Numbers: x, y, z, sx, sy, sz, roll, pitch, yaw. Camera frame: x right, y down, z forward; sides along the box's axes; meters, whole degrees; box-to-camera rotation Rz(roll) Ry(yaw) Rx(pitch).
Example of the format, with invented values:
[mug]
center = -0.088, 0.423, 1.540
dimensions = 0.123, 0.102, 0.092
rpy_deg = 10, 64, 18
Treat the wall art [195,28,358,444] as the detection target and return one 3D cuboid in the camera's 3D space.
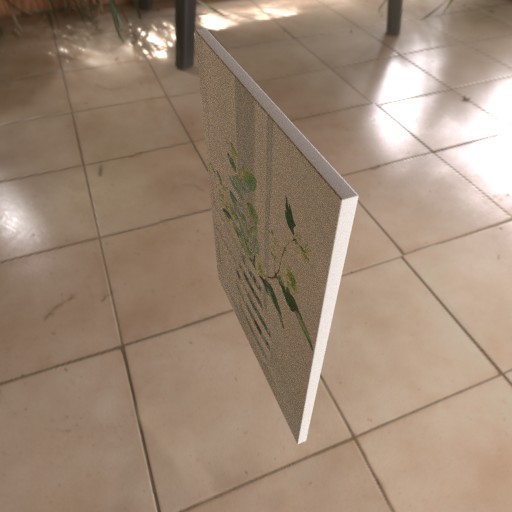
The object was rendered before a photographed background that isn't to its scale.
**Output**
[wall art]
center = 0.000, 0.000, 1.562
dimensions = 0.038, 1.212, 0.914
rpy_deg = -17, 49, -15
